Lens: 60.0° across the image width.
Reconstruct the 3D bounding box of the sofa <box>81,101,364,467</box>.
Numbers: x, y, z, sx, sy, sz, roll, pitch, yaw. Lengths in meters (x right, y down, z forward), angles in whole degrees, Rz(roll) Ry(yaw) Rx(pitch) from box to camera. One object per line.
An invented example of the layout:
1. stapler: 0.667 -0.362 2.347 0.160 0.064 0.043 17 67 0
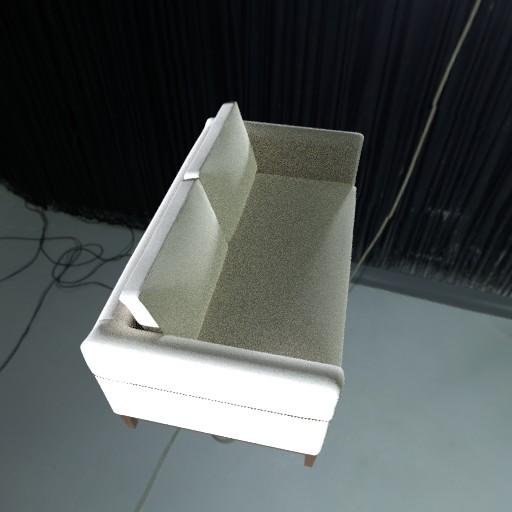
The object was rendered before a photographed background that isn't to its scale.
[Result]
1. sofa: 0.000 0.000 2.139 0.905 0.873 1.598 9 47 8
